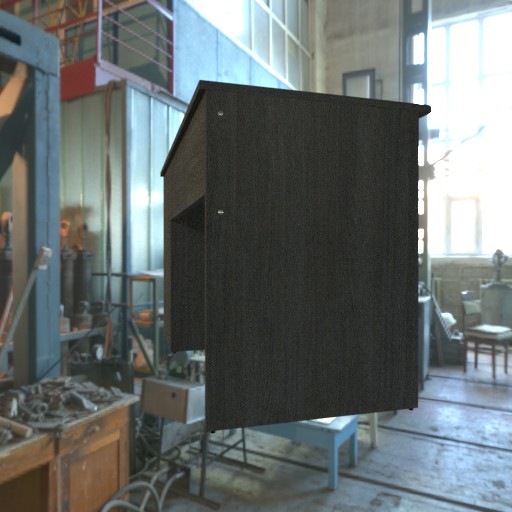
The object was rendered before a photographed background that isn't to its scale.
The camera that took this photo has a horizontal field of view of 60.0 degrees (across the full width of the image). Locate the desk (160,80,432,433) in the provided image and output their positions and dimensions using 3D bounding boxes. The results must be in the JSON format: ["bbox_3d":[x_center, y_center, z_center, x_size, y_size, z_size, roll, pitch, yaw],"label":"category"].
[{"bbox_3d":[0.000,0.000,1.512,0.560,0.730,1.096,0,0,-16],"label":"desk"}]
